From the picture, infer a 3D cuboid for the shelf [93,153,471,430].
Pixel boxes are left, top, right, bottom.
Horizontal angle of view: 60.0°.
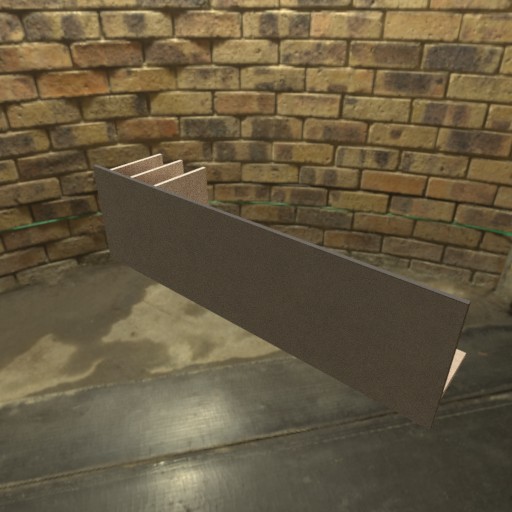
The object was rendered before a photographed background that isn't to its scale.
[{"bbox_3d":[0.000,0.000,1.112,1.020,0.300,0.200,23,38,33],"label":"shelf"}]
